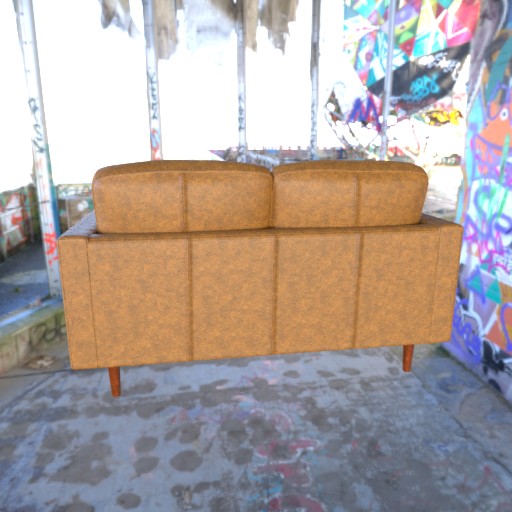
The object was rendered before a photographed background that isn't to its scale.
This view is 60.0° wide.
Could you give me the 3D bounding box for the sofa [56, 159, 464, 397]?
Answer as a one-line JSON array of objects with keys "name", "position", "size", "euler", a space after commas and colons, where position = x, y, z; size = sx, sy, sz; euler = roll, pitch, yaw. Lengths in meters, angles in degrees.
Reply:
[{"name": "sofa", "position": [0.000, 0.000, 2.168], "size": [1.578, 0.951, 0.909], "euler": [-2, 15, -9]}]
